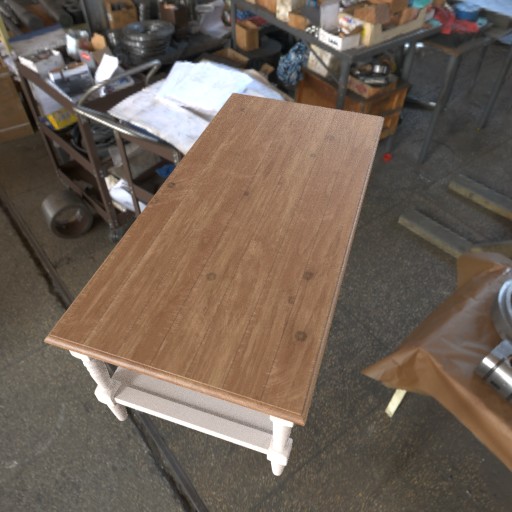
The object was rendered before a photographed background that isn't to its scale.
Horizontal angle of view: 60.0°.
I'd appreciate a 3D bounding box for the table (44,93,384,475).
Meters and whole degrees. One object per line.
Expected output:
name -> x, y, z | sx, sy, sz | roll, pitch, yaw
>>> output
table -> 0.000, 0.000, 1.382 | 0.559, 0.458, 1.118 | 14, 49, 12
